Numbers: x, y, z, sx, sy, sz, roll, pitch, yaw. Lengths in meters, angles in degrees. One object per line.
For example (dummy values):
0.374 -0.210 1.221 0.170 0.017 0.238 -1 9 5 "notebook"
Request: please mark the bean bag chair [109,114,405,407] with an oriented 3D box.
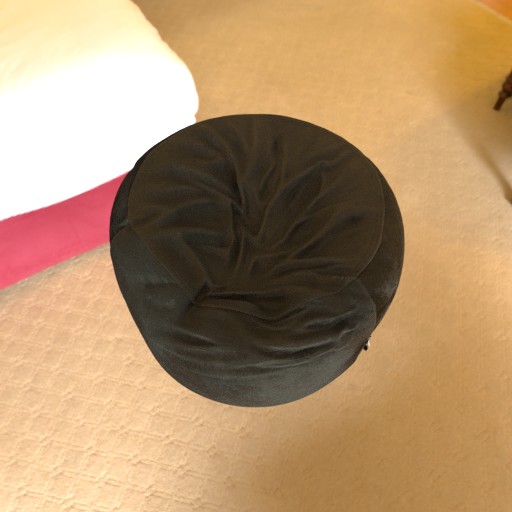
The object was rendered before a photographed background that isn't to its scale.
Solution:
0.000 0.000 1.507 0.918 0.605 0.918 0 57 0 "bean bag chair"
